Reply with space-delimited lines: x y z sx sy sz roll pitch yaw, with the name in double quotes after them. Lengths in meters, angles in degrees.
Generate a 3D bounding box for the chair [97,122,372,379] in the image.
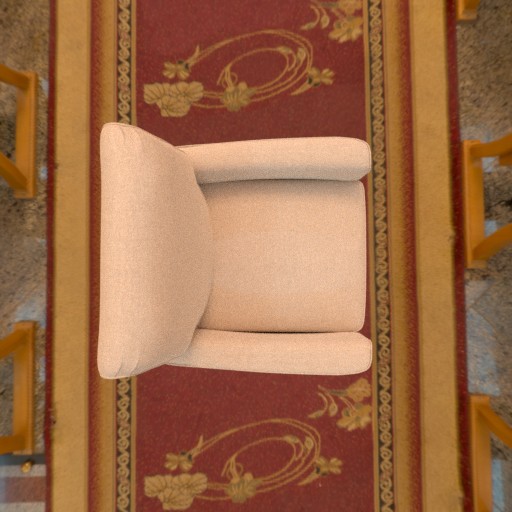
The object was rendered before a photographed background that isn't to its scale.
0.000 0.000 1.644 0.858 1.023 0.841 0 89 -1 "chair"
